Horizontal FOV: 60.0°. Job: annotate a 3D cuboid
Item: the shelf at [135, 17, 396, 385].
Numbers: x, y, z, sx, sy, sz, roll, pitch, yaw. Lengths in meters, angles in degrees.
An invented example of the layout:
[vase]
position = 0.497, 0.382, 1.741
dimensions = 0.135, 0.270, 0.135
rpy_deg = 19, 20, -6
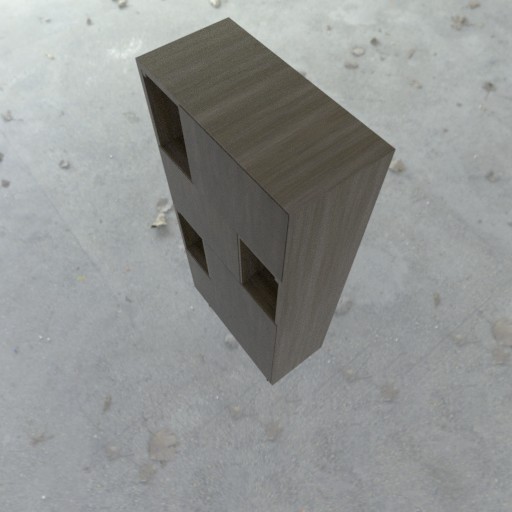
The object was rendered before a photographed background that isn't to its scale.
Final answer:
[shelf]
position = 0.000, 0.000, 1.787
dimensions = 0.323, 1.545, 0.670
rpy_deg = -33, 65, -18
